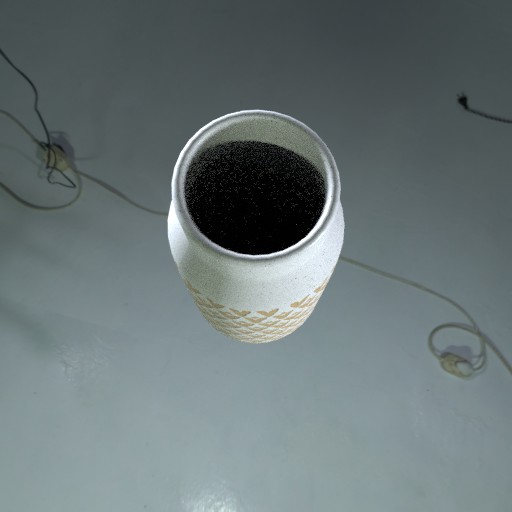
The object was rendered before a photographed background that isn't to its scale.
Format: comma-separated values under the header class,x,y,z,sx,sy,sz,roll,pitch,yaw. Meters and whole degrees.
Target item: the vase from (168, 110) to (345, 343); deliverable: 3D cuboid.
class,x,y,z,sx,sy,sz,roll,pitch,yaw
vase,0.000,0.000,0.383,0.137,0.307,0.137,0,75,0
